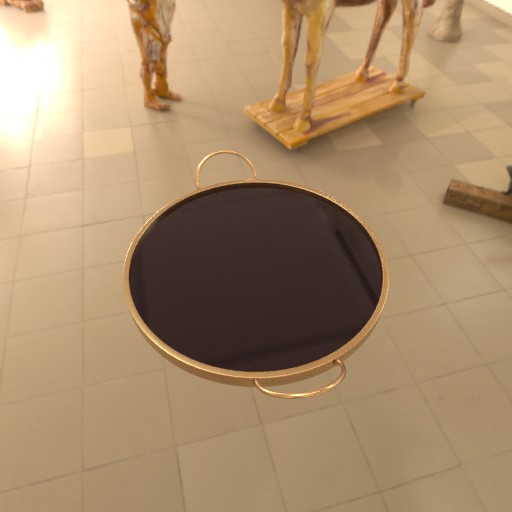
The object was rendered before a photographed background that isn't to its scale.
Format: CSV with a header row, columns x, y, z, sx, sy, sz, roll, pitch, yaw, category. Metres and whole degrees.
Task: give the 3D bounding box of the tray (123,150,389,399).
x,y,z,sx,sy,sz,roll,pitch,yaw,category
0.000,0.000,0.740,0.438,0.069,0.543,-11,48,-10,tray
